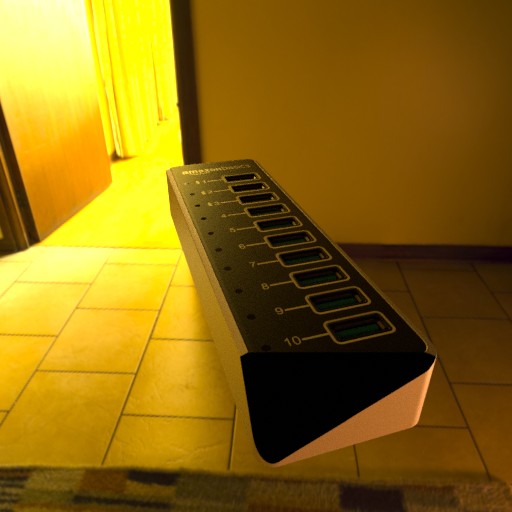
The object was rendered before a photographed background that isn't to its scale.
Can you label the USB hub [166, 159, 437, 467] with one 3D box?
[{"bbox_3d":[0.000,0.000,0.159,0.044,0.023,0.145,-9,32,-15],"label":"USB hub"}]
